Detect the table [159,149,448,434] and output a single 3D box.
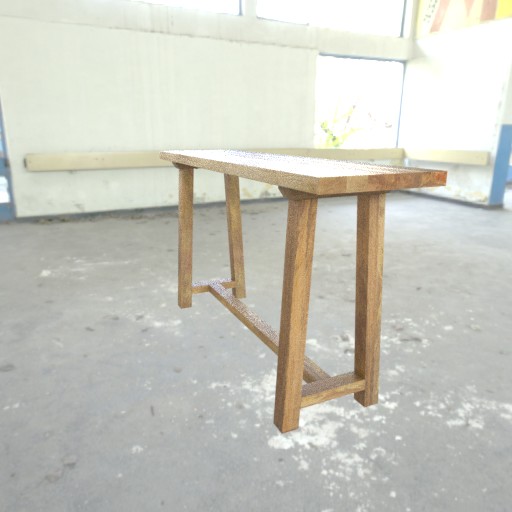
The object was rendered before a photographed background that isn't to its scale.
[{"bbox_3d":[0.000,0.000,1.867,0.405,0.810,1.524,-7,17,-24],"label":"table"}]
